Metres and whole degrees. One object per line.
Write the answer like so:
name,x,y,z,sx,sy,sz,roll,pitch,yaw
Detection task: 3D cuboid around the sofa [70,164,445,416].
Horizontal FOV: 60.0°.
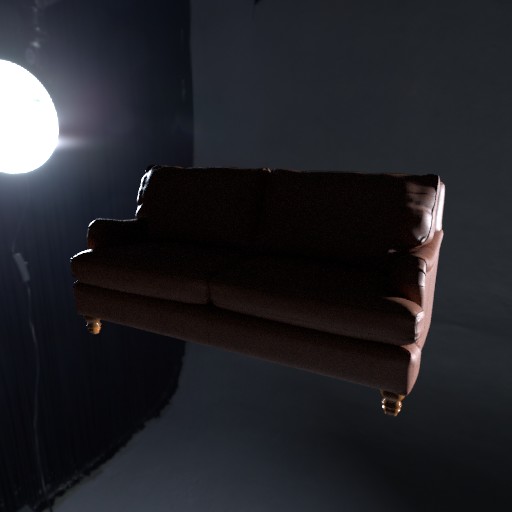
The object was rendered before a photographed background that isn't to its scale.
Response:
sofa,0.000,0.000,2.804,2.144,1.071,1.147,8,17,26
